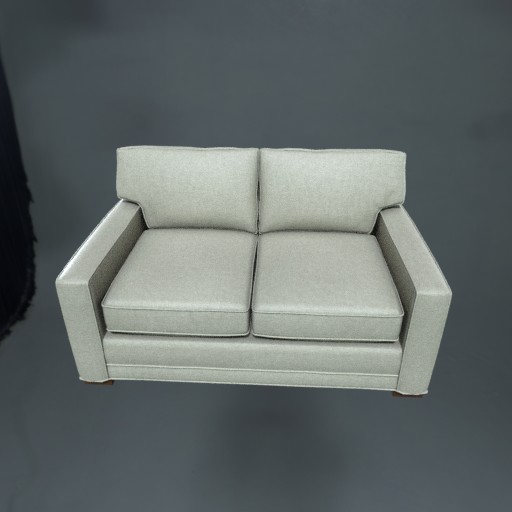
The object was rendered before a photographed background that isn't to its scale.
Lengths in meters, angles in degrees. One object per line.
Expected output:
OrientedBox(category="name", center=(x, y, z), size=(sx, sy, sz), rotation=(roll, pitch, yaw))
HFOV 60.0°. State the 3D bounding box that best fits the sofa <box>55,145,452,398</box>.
OrientedBox(category="sofa", center=(0.000, 0.000, 2.085), size=(1.484, 0.853, 0.940), rotation=(2, 30, 3))
